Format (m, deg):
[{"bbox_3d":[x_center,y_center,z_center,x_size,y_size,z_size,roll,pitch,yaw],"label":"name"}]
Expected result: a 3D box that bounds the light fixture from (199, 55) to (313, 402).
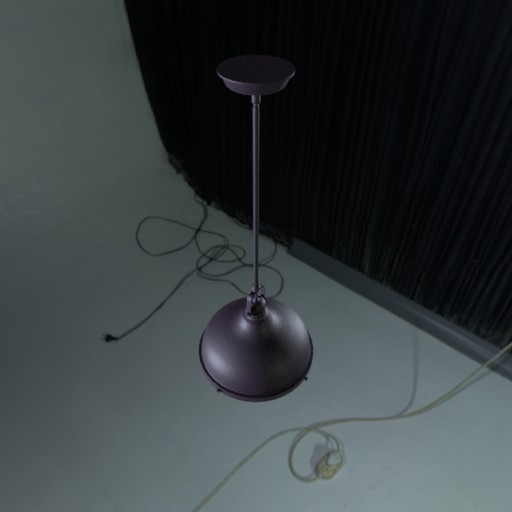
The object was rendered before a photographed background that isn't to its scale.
[{"bbox_3d":[0.000,0.000,1.025,0.341,0.849,0.341,26,49,26],"label":"light fixture"}]
